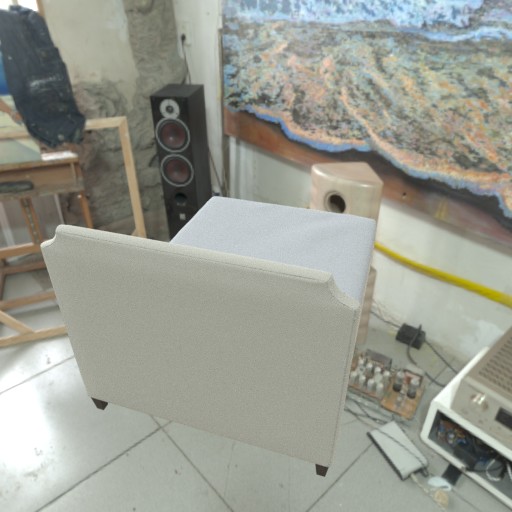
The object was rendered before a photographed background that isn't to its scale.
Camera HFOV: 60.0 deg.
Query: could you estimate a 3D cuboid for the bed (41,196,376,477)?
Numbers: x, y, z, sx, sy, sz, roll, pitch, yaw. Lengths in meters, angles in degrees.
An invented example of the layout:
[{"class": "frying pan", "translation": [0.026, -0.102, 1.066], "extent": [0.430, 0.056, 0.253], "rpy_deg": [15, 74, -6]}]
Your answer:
[{"class": "bed", "translation": [0.000, 0.000, 3.411], "extent": [1.712, 1.497, 2.372], "rpy_deg": [10, 35, 15]}]
